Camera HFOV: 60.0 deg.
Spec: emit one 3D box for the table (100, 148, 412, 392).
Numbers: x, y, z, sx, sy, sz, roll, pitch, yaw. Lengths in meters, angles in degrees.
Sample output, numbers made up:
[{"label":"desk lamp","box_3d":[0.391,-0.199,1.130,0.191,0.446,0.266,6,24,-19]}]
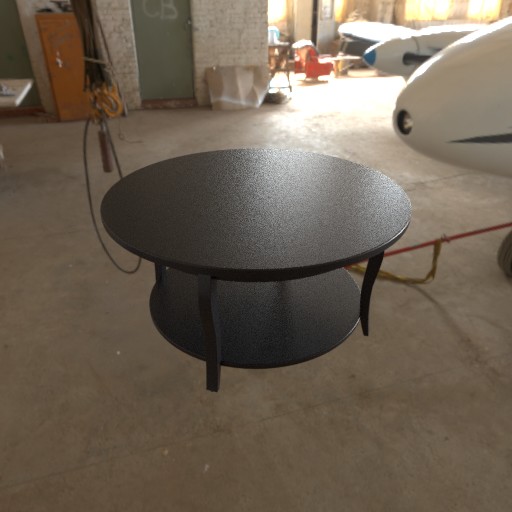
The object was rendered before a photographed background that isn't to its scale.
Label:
[{"label":"table","box_3d":[0.000,0.000,1.471,0.914,0.457,0.914,0,30,0]}]
